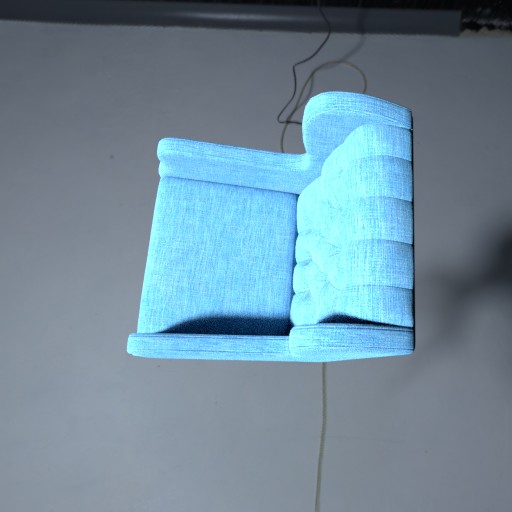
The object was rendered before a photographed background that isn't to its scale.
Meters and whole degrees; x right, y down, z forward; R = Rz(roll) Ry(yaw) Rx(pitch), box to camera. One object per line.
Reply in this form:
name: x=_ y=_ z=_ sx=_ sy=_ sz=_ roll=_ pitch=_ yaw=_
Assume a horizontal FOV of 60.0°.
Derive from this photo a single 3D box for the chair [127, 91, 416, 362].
chair: x=0.000 y=0.000 z=1.491 sx=0.775 sy=0.952 sz=0.711 roll=5 pitch=75 yaw=1
